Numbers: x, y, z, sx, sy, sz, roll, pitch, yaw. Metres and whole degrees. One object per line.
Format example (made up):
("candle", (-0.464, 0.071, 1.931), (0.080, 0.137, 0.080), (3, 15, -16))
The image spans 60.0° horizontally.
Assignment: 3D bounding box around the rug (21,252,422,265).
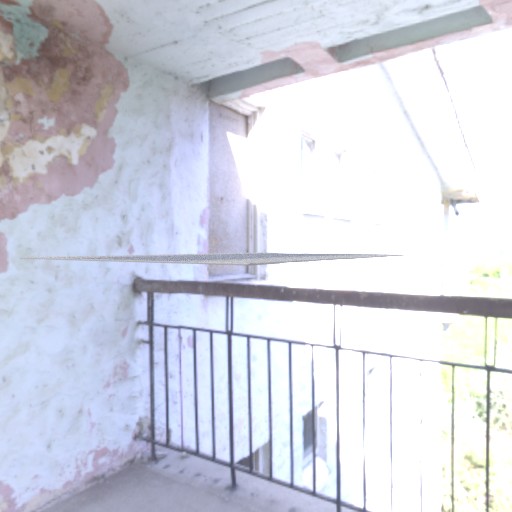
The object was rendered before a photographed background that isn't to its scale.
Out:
("rug", (0.000, 0.000, 2.323), (1.219, 0.005, 1.828), (1, 2, 35))
